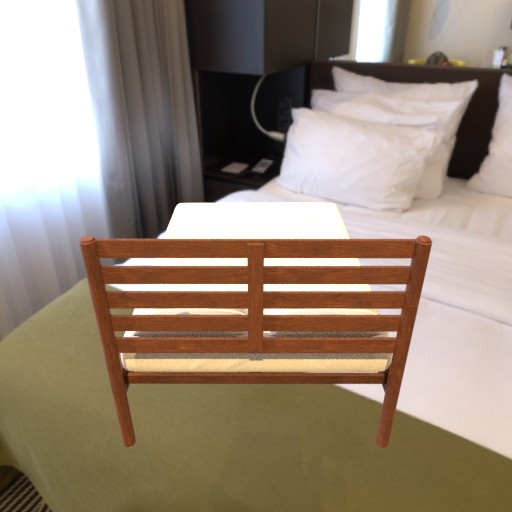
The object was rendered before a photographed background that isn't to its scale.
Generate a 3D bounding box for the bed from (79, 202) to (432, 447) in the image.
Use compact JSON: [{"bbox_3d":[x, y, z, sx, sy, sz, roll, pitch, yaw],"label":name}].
[{"bbox_3d":[0.000,0.000,3.093,1.509,1.304,2.093,0,29,0],"label":"bed"}]
